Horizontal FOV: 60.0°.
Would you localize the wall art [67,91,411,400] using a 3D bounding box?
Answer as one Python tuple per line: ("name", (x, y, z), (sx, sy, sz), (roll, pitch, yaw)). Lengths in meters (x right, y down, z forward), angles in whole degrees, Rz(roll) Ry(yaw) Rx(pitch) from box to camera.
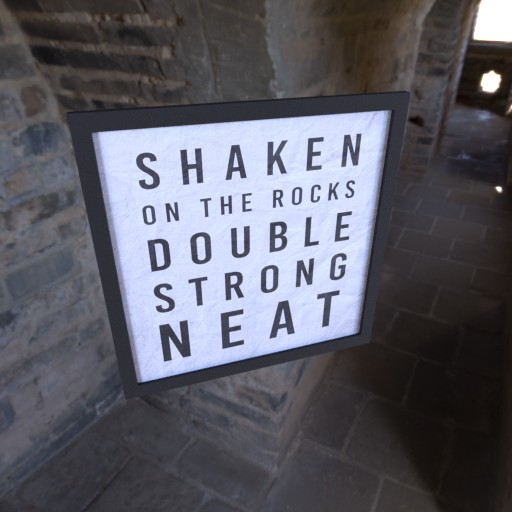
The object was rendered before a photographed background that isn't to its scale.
("wall art", (0.000, 0.000, 0.683), (0.456, 0.458, 0.013), (-9, 31, -16))
